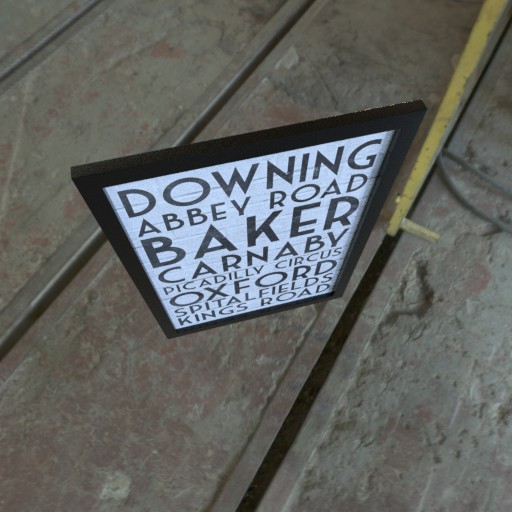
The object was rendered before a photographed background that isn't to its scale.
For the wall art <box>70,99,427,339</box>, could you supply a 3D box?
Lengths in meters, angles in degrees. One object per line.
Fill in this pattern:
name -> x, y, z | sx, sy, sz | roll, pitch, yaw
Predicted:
wall art -> 0.000, 0.000, 0.853 | 0.462, 0.656, 0.019 | -13, 63, -7
